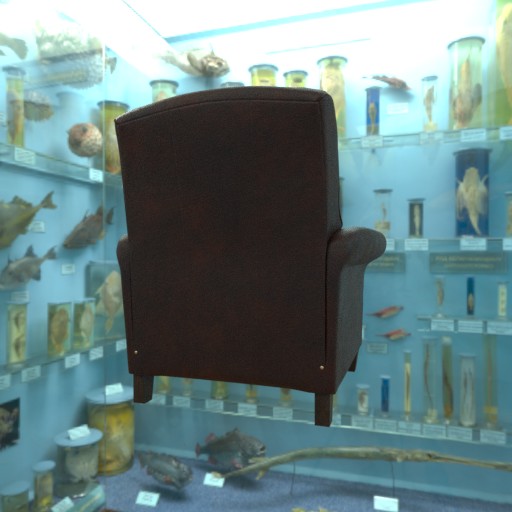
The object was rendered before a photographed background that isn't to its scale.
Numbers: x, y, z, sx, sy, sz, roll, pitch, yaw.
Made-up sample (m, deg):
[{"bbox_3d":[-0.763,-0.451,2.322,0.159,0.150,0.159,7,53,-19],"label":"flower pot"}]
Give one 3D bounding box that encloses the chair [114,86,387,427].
[{"bbox_3d":[0.000,0.000,1.800,0.978,1.061,0.902,0,0,19],"label":"chair"}]
